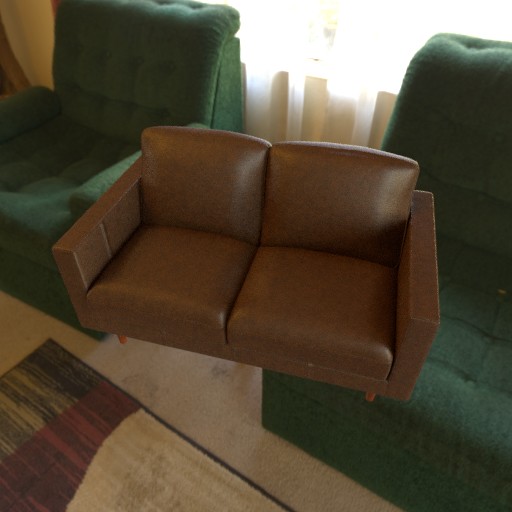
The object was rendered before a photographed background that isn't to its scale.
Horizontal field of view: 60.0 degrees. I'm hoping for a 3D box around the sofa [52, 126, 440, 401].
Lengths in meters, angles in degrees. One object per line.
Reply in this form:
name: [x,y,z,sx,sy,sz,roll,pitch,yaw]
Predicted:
sofa: [0.000,0.000,2.153,1.578,0.951,0.909,10,42,11]
